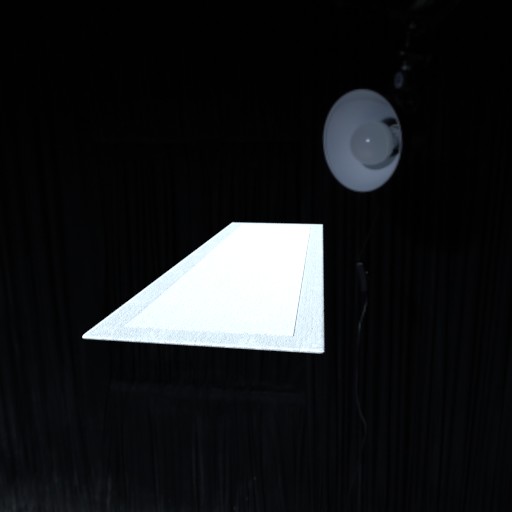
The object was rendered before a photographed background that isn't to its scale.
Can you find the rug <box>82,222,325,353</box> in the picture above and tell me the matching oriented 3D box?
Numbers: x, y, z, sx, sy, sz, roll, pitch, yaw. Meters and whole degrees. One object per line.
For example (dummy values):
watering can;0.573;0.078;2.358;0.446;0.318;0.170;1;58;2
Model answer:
rug;0.000;0.000;2.513;0.759;0.012;2.430;2;13;8
